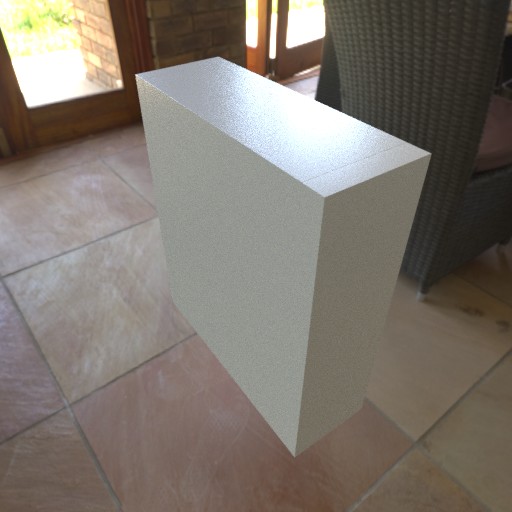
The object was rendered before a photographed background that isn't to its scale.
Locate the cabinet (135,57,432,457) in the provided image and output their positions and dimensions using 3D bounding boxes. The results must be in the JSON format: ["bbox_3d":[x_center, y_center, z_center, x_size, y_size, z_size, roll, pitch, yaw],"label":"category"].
[{"bbox_3d":[0.000,0.000,1.677,0.348,1.150,0.990,-24,45,-26],"label":"cabinet"}]
